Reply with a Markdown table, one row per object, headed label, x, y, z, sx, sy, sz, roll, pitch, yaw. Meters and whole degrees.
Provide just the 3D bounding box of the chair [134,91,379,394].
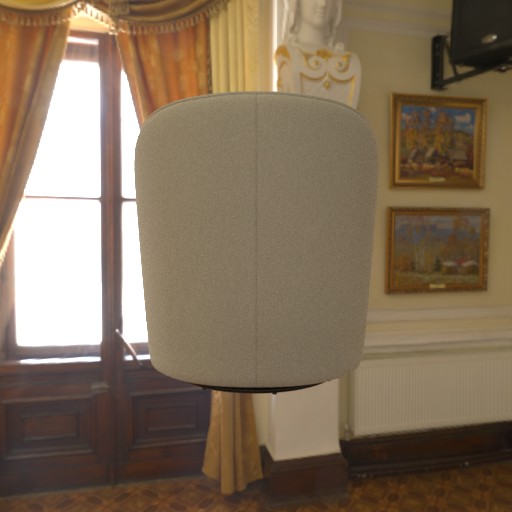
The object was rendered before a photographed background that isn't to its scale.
| label | x | y | z | sx | sy | sz | roll | pitch | yaw |
| --- | --- | --- | --- | --- | --- | --- | --- | --- | --- |
| chair | 0.000 | 0.000 | 1.468 | 0.747 | 0.799 | 0.875 | 0 | 2 | 0 |
